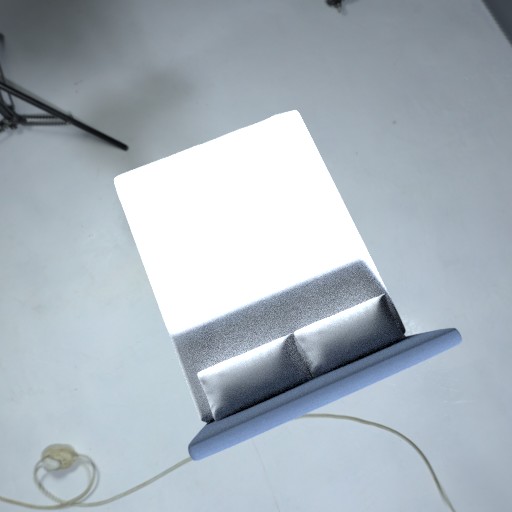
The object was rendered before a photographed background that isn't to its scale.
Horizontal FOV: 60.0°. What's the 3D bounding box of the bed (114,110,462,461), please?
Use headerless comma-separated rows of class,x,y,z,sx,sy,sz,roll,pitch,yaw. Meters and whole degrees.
bed,0.000,0.000,3.283,1.713,1.330,2.162,-22,77,-5
